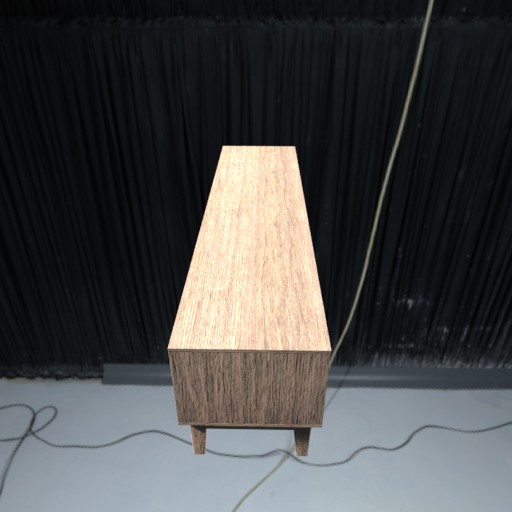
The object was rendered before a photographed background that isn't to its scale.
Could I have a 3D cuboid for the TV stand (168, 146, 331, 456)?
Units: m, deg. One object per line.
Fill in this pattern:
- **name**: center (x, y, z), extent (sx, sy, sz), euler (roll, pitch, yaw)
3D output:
- **TV stand**: center (0.000, 0.000, 1.730), extent (0.366, 0.409, 1.482), euler (1, 31, 1)
